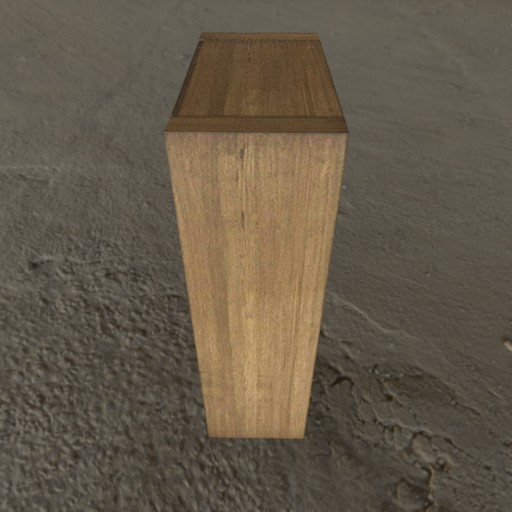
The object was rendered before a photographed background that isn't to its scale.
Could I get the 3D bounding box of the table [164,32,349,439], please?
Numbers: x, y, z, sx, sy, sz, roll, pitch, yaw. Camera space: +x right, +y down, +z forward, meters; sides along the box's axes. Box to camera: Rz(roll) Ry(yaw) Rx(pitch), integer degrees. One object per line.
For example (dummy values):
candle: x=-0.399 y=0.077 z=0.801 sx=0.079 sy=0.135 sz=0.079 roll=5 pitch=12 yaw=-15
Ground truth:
table: x=0.000 y=0.000 z=2.458 sx=0.600 sy=2.000 sz=1.100 roll=1 pitch=41 yaw=1
